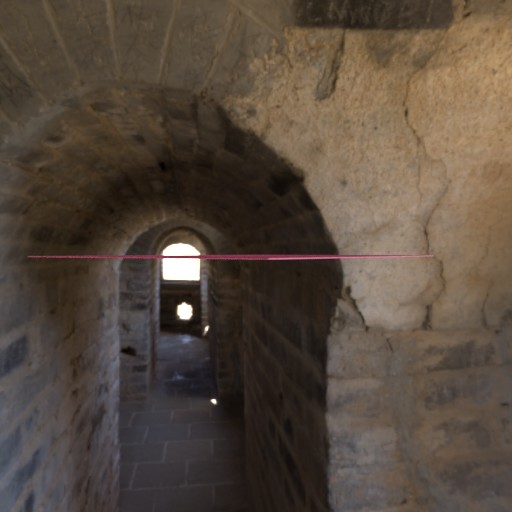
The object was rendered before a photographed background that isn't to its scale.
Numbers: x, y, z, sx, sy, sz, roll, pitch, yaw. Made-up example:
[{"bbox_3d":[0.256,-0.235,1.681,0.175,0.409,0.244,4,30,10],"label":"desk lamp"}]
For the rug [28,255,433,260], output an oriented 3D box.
[{"bbox_3d":[0.000,0.000,3.978,2.300,0.012,2.929,0,0,36],"label":"rug"}]
